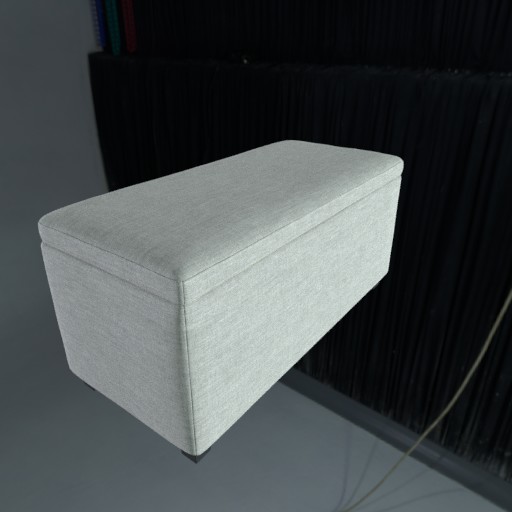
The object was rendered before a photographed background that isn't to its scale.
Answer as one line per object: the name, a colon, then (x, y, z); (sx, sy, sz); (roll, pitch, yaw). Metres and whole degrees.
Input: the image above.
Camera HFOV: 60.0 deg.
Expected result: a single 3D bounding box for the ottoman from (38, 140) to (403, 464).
ottoman: (0.000, 0.000, 1.131); (0.419, 0.432, 0.902); (18, 32, 33)
